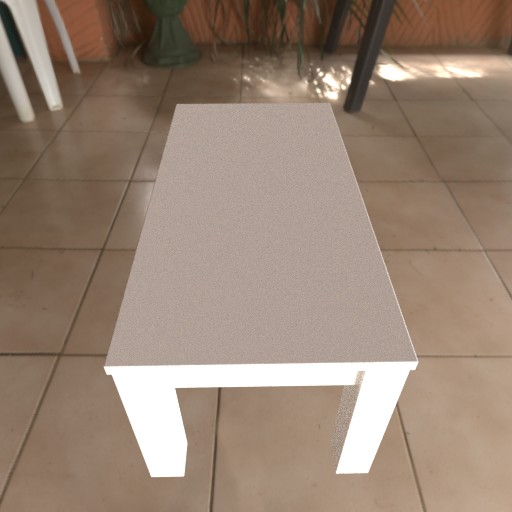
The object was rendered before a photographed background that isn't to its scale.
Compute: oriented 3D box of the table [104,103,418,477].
[{"bbox_3d":[0.000,0.000,2.197,0.900,0.790,1.800,-1,42,-1],"label":"table"}]
